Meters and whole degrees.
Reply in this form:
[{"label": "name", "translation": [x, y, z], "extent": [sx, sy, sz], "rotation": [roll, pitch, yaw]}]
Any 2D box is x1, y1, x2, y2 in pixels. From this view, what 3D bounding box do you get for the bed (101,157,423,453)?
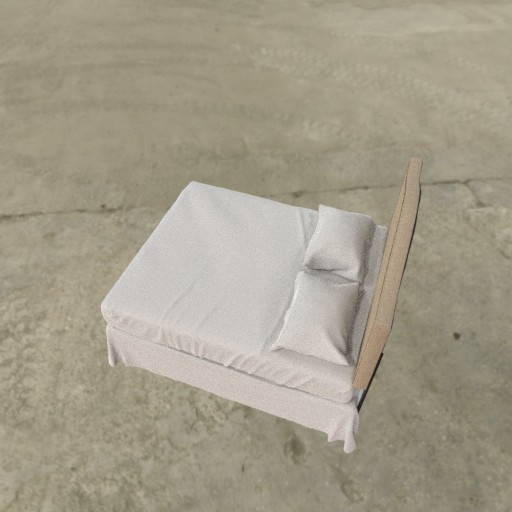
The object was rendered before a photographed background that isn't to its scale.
[{"label": "bed", "translation": [0.000, 0.000, 3.499], "extent": [2.221, 1.645, 1.876], "rotation": [15, 50, 13]}]
